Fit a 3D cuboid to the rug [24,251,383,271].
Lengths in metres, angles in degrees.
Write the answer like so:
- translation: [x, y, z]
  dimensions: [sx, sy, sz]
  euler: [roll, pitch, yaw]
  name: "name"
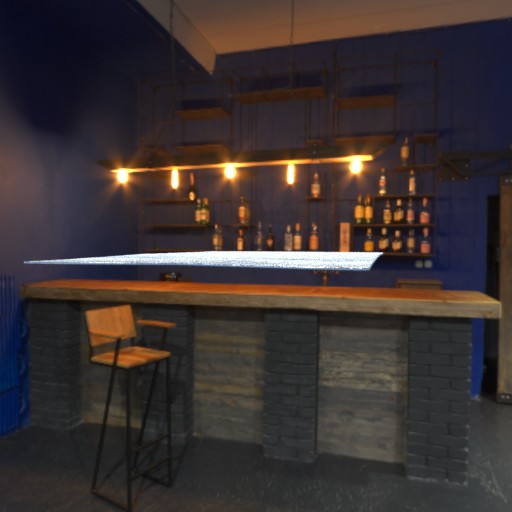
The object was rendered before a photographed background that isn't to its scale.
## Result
- translation: [0.000, 0.000, 3.018]
  dimensions: [1.624, 0.030, 2.349]
  euler: [1, 2, 17]
  name: "rug"
